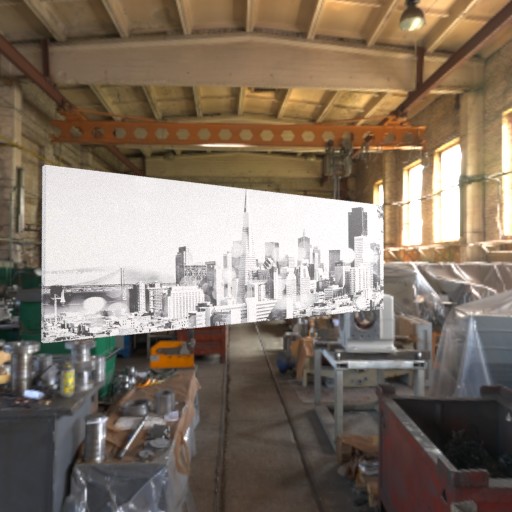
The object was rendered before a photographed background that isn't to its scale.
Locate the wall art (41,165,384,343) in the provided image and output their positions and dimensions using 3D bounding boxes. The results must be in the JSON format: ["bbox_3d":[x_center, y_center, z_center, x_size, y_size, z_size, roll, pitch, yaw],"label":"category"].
[{"bbox_3d":[0.000,0.000,1.724,1.520,0.507,0.039,1,-1,-36],"label":"wall art"}]
